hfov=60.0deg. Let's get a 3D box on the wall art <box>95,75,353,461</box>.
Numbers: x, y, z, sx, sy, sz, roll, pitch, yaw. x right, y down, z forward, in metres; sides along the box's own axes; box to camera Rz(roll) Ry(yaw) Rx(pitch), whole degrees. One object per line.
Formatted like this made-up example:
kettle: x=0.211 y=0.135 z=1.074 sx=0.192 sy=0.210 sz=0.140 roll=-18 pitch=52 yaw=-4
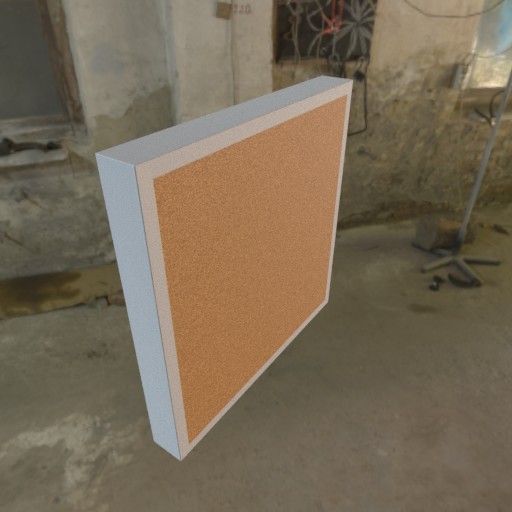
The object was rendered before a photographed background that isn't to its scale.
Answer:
wall art: x=0.000 y=0.000 z=0.464 sx=0.038 sy=0.305 sz=0.305 roll=21 pitch=39 yaw=29
